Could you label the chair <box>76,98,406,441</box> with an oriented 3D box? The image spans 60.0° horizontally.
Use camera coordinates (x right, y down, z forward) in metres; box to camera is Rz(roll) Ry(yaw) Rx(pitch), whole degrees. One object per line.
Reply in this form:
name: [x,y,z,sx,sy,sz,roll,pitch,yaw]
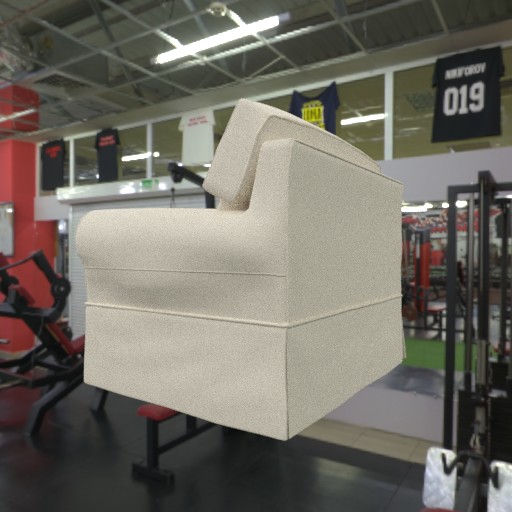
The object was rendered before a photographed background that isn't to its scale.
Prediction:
chair: [0.000,0.000,1.793,0.904,0.958,1.099,0,1,35]
